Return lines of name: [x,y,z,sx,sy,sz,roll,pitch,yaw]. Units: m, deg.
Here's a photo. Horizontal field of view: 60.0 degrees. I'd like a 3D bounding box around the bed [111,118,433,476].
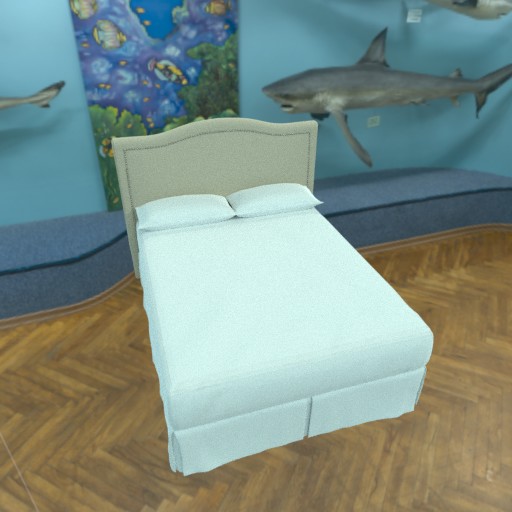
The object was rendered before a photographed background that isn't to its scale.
bed: [0.000,0.000,3.218,1.753,1.460,2.143,-9,33,-15]
